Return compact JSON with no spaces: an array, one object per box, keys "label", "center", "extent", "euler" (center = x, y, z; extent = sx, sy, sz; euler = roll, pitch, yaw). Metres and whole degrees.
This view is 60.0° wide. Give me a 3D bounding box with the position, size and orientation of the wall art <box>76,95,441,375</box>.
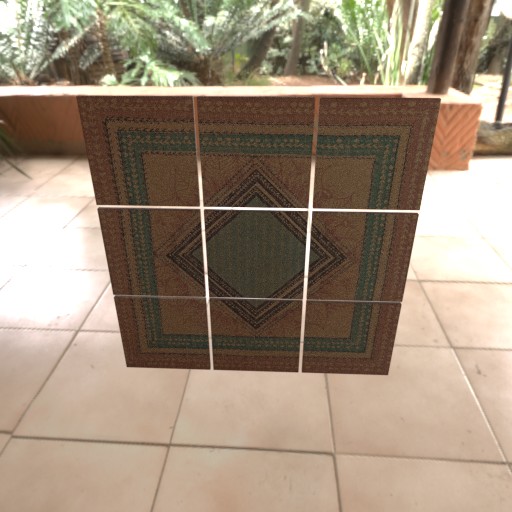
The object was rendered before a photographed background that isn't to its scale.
[{"label":"wall art","center":[0.000,0.000,1.336],"extent":[0.915,0.914,0.013],"euler":[1,29,2]}]
